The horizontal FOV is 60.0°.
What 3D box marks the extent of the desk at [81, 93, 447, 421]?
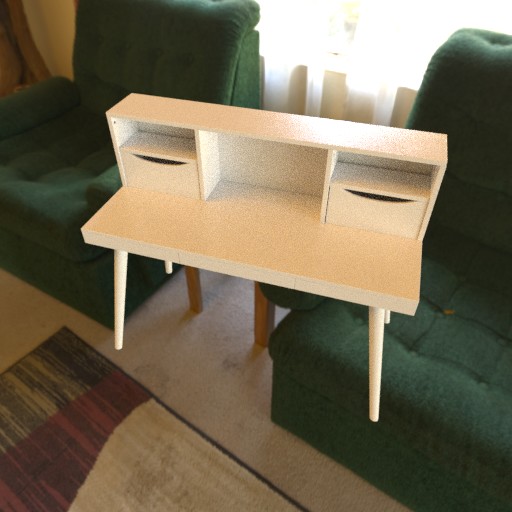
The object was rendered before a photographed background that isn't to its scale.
[{"bbox_3d":[0.000,0.000,1.781,1.199,0.990,0.559,12,43,13],"label":"desk"}]
